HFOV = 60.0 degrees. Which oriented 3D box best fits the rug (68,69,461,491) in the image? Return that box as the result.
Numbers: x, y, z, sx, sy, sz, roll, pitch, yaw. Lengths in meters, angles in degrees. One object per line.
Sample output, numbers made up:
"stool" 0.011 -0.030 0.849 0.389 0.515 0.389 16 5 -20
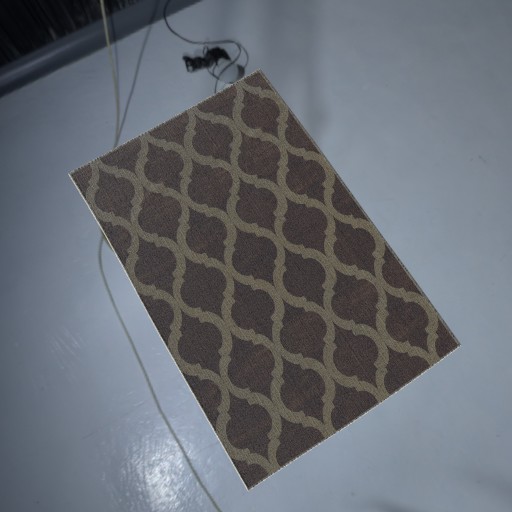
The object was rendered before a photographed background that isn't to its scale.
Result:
"rug" 0.000 0.000 2.814 1.522 0.008 2.284 -31 78 -7
